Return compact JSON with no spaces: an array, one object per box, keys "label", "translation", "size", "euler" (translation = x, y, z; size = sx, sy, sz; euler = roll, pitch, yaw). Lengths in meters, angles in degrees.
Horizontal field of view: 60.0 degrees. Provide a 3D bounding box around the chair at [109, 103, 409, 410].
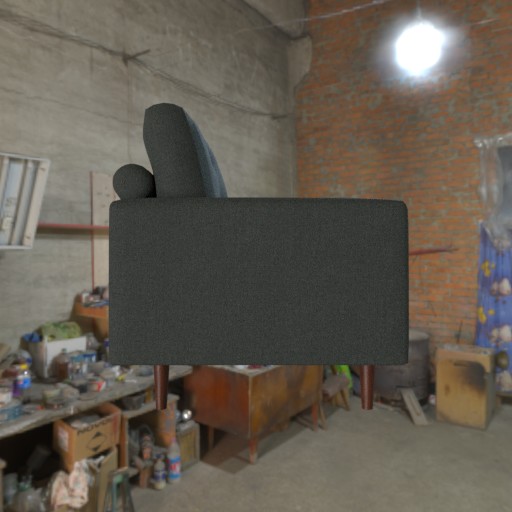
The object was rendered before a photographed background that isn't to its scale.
[{"label":"chair","translation":[0.000,0.000,1.546],"size":[0.843,0.880,0.821],"euler":[0,-1,0]}]
